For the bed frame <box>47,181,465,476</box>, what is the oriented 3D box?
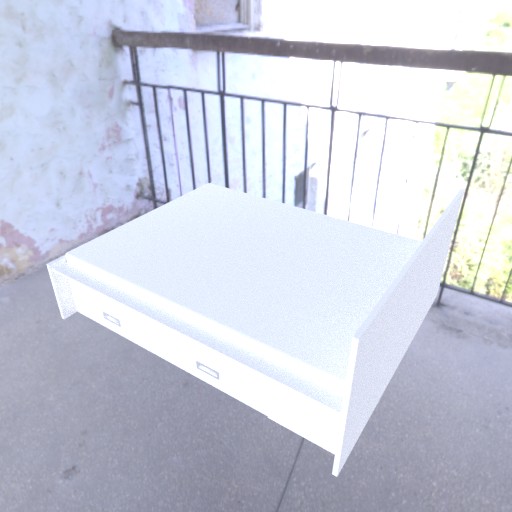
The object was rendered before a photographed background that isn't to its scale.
[{"bbox_3d":[0.000,0.000,2.791,1.960,0.800,1.622,19,36,29],"label":"bed frame"}]
